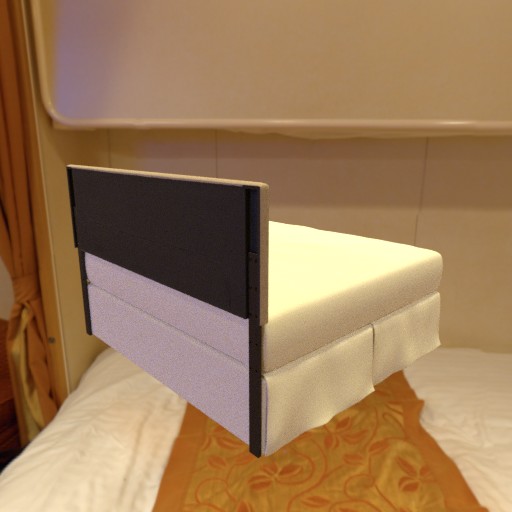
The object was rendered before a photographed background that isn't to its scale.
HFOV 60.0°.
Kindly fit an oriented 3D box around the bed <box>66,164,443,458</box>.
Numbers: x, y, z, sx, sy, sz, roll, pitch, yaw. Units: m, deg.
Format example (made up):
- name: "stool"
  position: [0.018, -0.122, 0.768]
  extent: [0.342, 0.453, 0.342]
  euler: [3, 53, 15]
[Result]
- name: "bed"
  position: [0.000, 0.000, 3.354]
  extent: [1.914, 1.346, 2.170]
  euler: [-13, 20, -42]
